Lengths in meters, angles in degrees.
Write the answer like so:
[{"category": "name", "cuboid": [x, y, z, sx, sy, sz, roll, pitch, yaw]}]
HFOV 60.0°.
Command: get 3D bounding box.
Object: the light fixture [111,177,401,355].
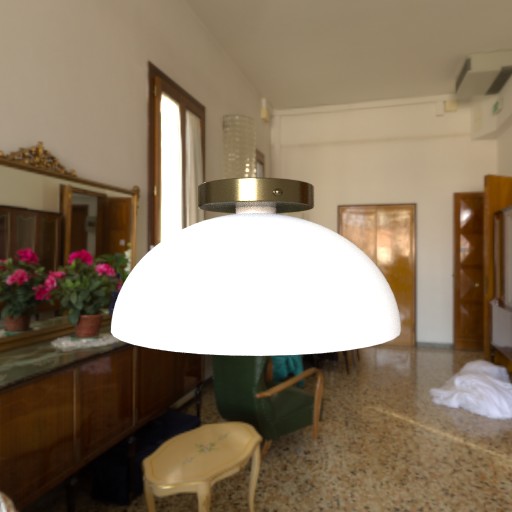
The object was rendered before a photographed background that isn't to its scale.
[{"category": "light fixture", "cuboid": [0.000, 0.000, 0.571, 0.355, 0.177, 0.355, 0, 0, 0]}]
